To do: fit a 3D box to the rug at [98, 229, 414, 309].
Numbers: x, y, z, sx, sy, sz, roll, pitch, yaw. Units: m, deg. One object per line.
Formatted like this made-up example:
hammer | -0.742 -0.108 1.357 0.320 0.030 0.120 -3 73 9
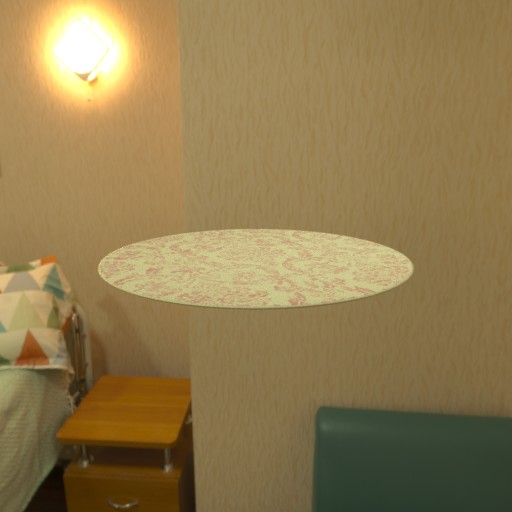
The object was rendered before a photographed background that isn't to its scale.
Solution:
rug | 0.000 0.000 2.362 1.593 0.012 1.593 0 14 0
